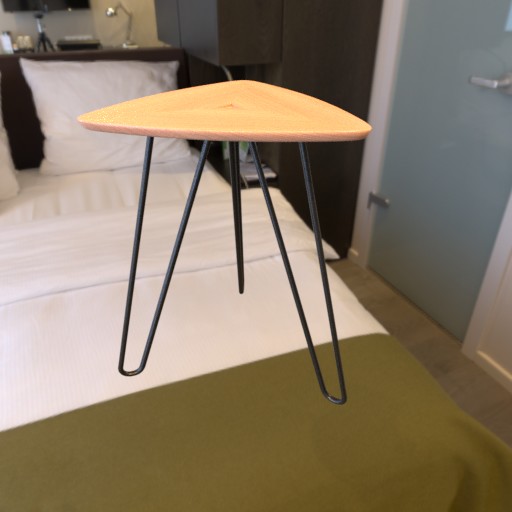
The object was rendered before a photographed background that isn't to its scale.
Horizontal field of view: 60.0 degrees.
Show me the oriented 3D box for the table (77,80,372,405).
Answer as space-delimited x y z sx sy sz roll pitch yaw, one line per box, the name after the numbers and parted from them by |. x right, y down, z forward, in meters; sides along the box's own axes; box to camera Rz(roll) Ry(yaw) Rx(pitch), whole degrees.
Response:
0.000 0.000 0.877 0.455 0.564 0.442 21 37 31 | table
